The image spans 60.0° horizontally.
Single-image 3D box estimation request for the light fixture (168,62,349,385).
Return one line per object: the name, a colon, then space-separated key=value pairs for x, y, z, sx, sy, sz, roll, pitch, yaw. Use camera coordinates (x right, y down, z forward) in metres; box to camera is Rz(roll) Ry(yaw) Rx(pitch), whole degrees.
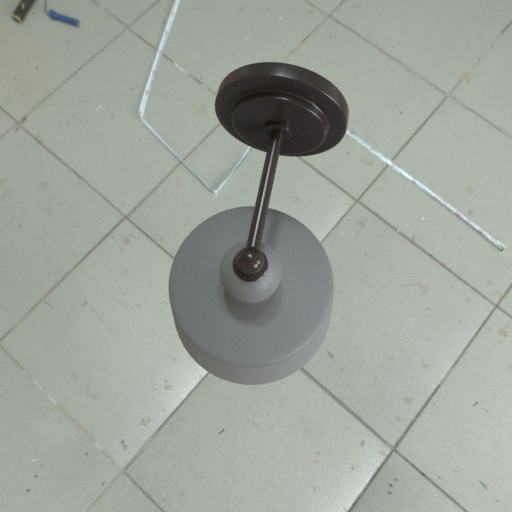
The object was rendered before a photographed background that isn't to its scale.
light fixture: x=0.000 y=0.000 z=0.454 sx=0.204 sy=0.268 sz=0.254 roll=11 pitch=74 yaw=3
